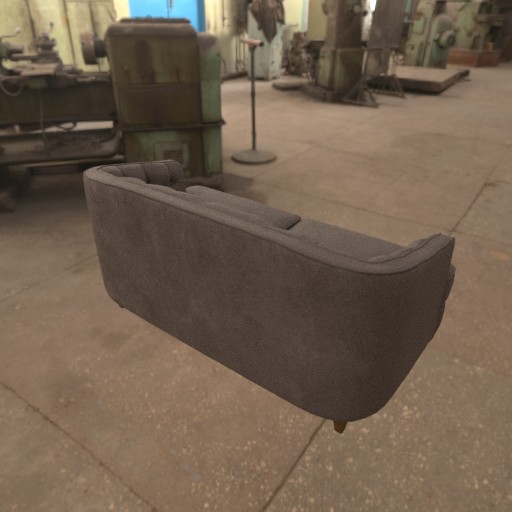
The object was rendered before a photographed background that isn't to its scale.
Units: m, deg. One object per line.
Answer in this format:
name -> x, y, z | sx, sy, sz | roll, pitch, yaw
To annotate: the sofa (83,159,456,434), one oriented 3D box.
sofa -> 0.000, 0.000, 2.250 | 1.733, 0.855, 0.941 | 21, 36, 32
